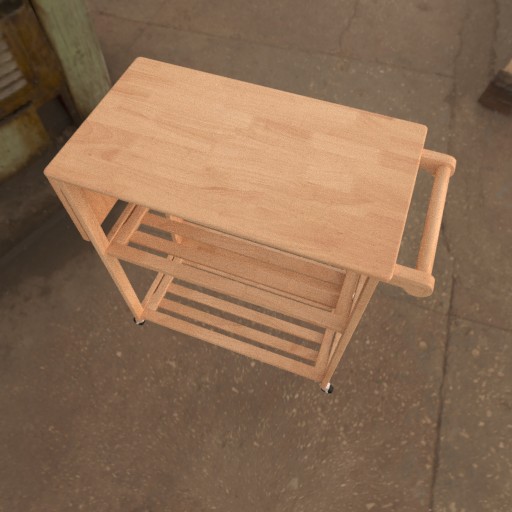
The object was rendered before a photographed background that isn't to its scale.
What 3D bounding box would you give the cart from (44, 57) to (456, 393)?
[{"bbox_3d":[0.000,0.000,1.351,0.853,0.879,0.432,18,60,10],"label":"cart"}]
